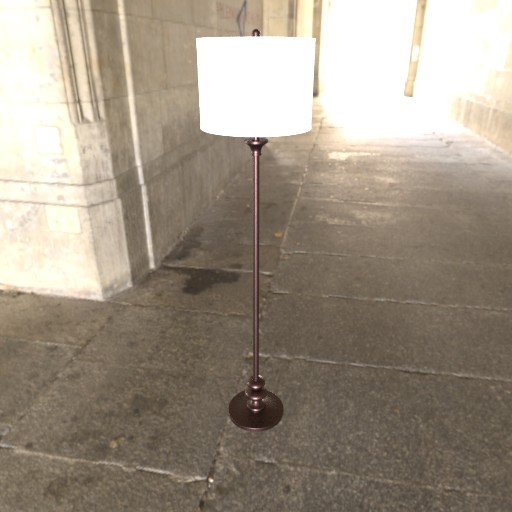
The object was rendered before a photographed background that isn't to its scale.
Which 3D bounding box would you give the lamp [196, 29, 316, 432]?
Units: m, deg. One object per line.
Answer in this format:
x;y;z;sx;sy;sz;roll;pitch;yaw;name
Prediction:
0.000;0.000;1.630;0.356;1.487;0.356;-16;29;-31;lamp
